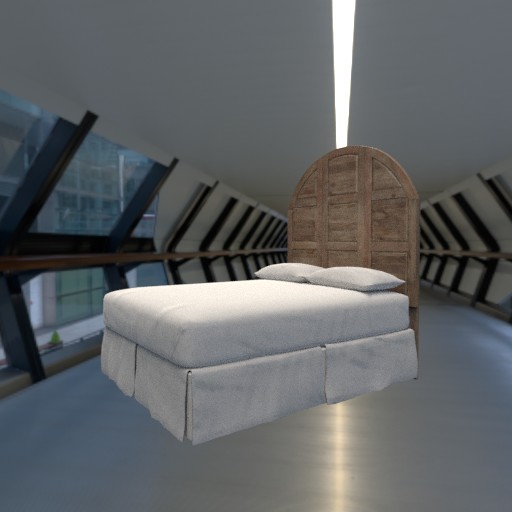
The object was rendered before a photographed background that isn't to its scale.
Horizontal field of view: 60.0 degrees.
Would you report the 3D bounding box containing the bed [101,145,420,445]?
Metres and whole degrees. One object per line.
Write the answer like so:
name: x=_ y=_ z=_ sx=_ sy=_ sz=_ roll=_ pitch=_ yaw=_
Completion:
bed: x=0.000 y=0.000 z=3.616 sx=2.112 sy=2.002 sz=1.713 roll=-1 pitch=3 yaw=-35
